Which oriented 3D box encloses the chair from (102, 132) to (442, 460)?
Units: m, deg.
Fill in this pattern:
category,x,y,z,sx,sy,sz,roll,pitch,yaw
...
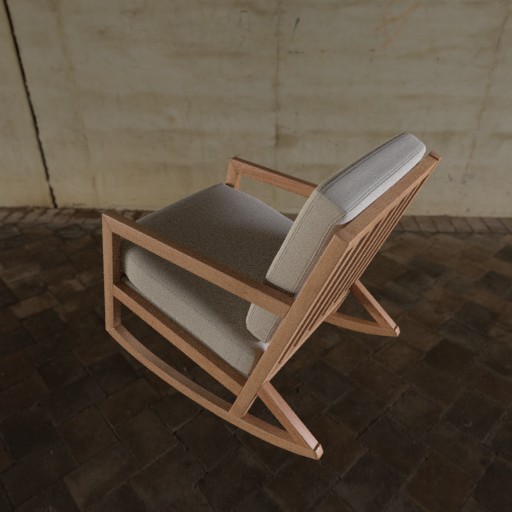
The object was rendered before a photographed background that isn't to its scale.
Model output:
category,x,y,z,sx,sy,sz,roll,pitch,yaw
chair,0.000,0.000,1.417,0.857,0.790,0.622,20,36,30
